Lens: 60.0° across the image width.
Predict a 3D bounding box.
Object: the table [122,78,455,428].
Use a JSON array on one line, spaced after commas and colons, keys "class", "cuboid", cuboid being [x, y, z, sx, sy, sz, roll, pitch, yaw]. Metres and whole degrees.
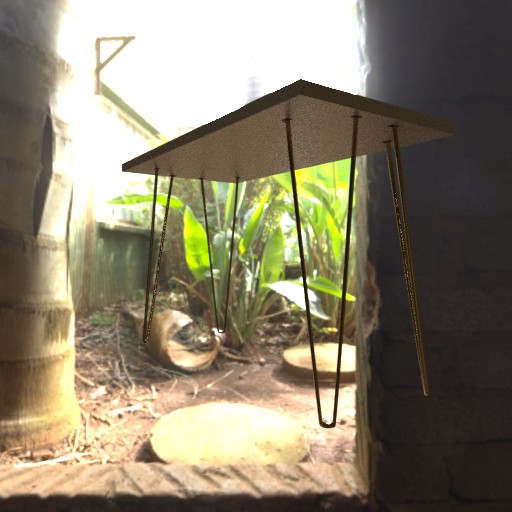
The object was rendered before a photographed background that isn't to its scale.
[{"class": "table", "cuboid": [0.000, 0.000, 1.353, 0.498, 0.660, 0.991, -1, 1, -35]}]
